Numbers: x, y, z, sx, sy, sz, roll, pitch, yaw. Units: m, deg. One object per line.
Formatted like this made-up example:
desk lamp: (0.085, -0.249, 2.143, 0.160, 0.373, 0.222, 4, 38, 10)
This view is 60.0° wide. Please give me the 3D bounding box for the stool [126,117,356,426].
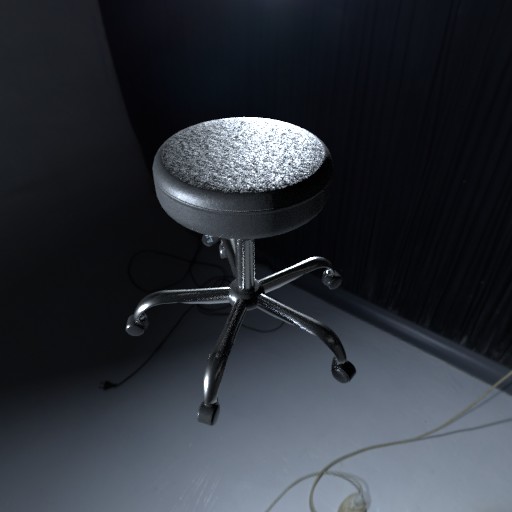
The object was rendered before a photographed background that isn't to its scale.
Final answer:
stool: (0.000, 0.000, 1.151, 0.638, 0.576, 0.673, 25, 46, 27)
